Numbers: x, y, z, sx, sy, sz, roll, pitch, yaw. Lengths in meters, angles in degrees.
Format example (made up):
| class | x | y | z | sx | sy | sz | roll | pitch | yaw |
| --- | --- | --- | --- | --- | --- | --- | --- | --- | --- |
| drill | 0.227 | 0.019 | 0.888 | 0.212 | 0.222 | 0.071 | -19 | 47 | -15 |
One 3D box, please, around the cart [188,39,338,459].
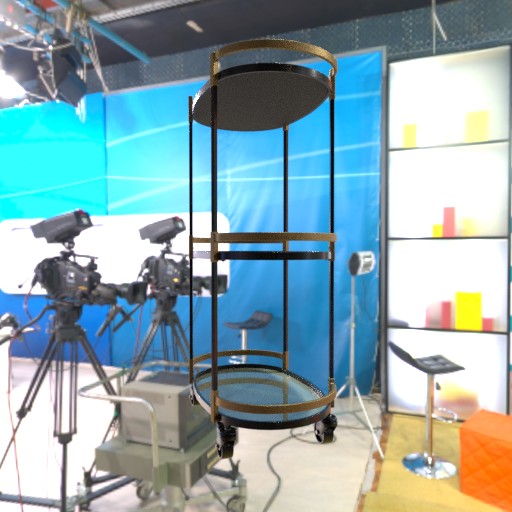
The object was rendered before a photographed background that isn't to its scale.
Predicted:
| class | x | y | z | sx | sy | sz | roll | pitch | yaw |
| --- | --- | --- | --- | --- | --- | --- | --- | --- | --- |
| cart | 0.000 | 0.000 | 1.151 | 0.311 | 0.885 | 0.515 | 0 | 1 | -18 |
